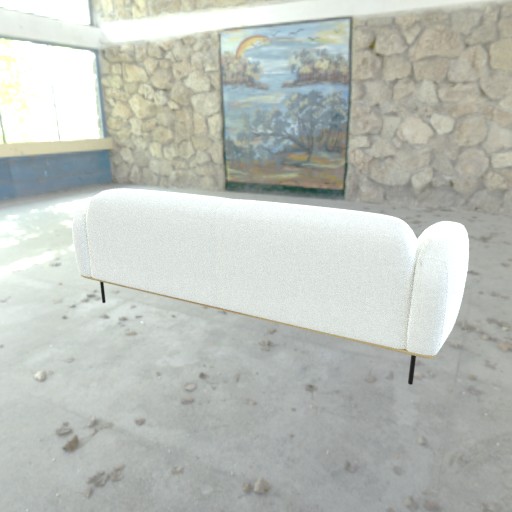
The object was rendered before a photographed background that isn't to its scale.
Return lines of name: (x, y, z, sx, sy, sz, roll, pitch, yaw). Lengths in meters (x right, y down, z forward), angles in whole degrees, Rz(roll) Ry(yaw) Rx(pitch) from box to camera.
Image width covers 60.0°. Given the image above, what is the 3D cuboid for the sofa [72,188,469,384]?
sofa: (0.000, 0.000, 2.661, 2.280, 0.780, 0.870, 9, 20, 27)
